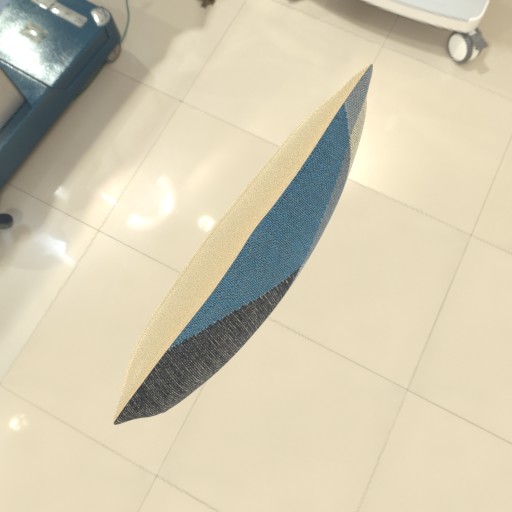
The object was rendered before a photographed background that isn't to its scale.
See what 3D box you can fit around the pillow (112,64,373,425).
[{"bbox_3d":[0.000,0.000,0.716,0.148,0.307,0.604,33,77,8],"label":"pillow"}]
